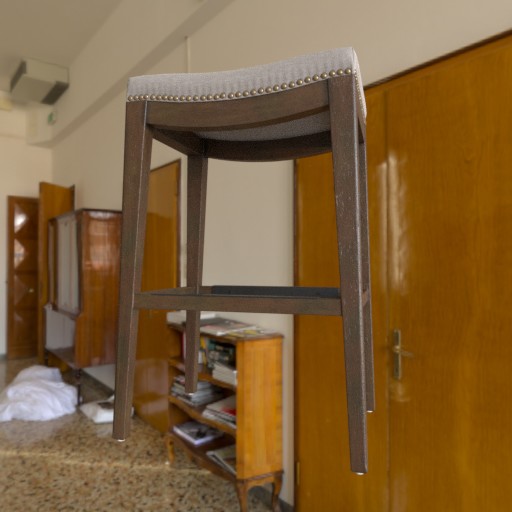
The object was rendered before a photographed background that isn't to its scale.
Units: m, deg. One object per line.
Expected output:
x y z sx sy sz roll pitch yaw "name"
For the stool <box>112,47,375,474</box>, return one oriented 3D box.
0.000 0.000 1.007 0.508 0.762 0.356 0 -1 17 "stool"
